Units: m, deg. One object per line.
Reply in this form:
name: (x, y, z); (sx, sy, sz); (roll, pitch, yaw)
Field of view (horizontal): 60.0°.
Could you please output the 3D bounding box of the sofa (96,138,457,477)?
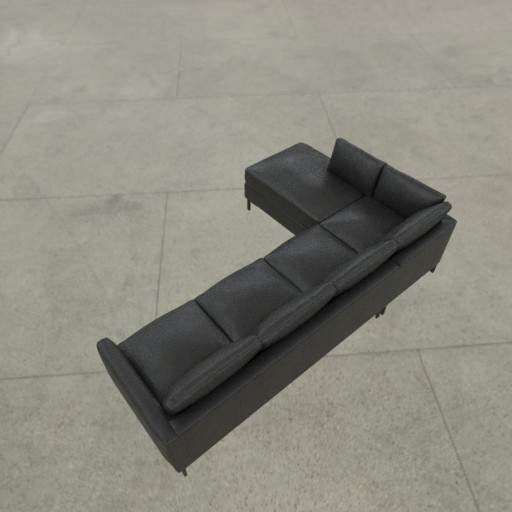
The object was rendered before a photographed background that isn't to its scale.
sofa: (0.000, 0.000, 3.811); (2.984, 0.877, 1.938); (-31, 54, -26)
